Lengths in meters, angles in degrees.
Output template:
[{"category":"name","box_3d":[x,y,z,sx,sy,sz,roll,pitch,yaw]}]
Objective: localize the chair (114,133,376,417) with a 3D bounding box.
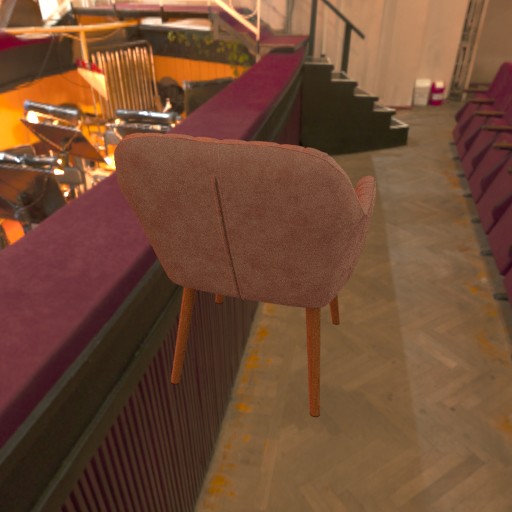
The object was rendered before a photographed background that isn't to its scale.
[{"category":"chair","box_3d":[0.000,0.000,1.270,0.610,0.832,0.570,9,33,14]}]
